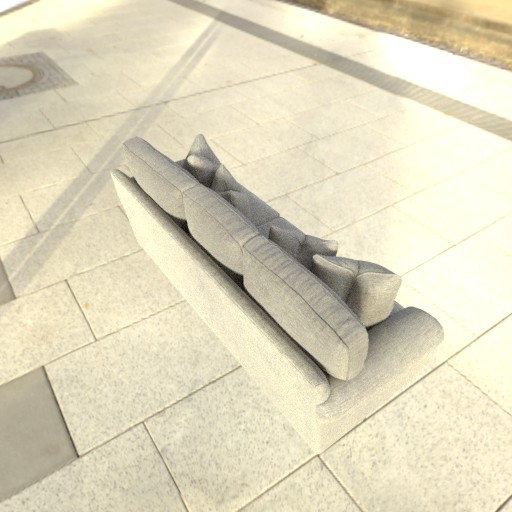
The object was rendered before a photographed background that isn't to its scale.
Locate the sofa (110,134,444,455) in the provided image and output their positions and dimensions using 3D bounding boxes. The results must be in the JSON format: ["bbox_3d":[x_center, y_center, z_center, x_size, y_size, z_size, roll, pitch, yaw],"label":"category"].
[{"bbox_3d":[0.000,0.000,2.852,0.965,0.975,2.312,-26,48,-26],"label":"sofa"}]
